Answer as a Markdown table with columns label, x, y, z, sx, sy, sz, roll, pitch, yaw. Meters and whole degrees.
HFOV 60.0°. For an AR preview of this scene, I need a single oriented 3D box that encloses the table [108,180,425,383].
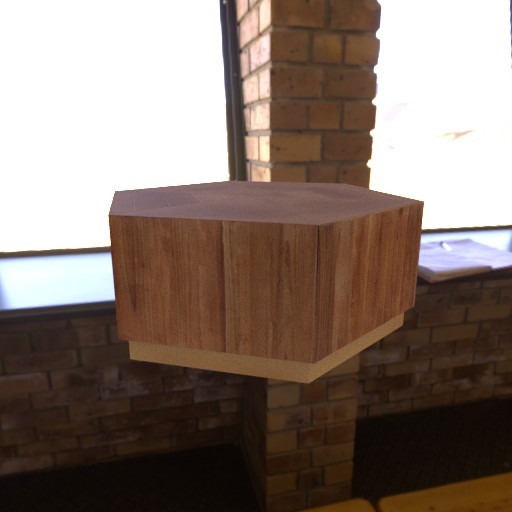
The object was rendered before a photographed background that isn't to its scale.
| label | x | y | z | sx | sy | sz | roll | pitch | yaw |
| --- | --- | --- | --- | --- | --- | --- | --- | --- | --- |
| table | 0.000 | 0.000 | 1.667 | 1.000 | 0.456 | 1.154 | 14 | 21 | 43 |
